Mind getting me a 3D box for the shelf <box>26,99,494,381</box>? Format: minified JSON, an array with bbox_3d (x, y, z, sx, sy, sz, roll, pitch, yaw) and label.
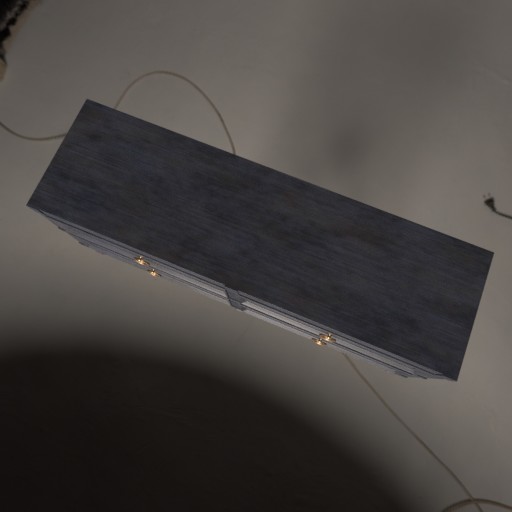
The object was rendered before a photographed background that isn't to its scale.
[{"bbox_3d":[0.000,0.000,1.891,1.575,0.719,0.479,22,77,5],"label":"shelf"}]
